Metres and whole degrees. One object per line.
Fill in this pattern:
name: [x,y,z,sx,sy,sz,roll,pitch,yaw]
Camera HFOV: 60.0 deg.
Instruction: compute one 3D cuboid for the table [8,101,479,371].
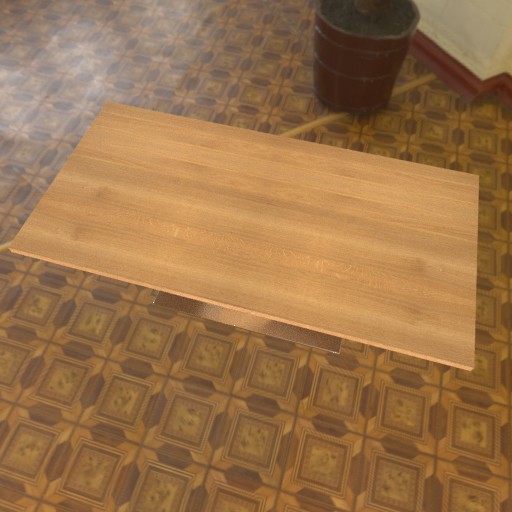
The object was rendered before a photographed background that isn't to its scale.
table: [0.000,0.000,2.185,1.800,0.750,0.900,13,60,8]
